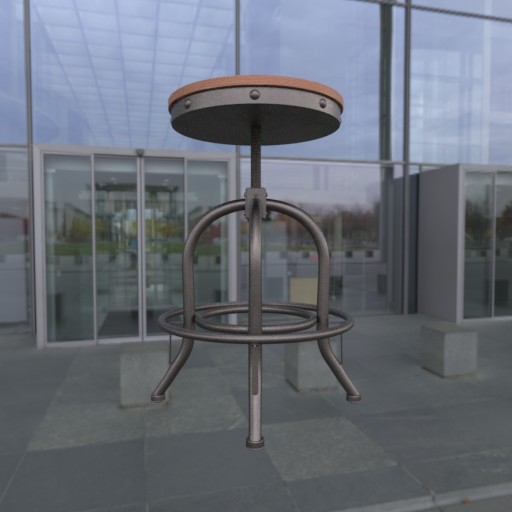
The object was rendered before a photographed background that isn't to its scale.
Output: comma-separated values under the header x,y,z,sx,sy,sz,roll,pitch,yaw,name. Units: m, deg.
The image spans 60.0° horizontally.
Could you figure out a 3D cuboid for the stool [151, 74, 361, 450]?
x,y,z,sx,sy,sz,roll,pitch,yaw,name
0.000,0.000,0.912,0.439,0.609,0.439,0,2,0,stool
